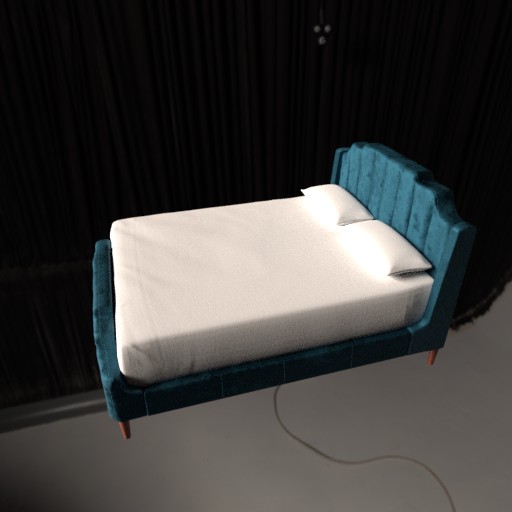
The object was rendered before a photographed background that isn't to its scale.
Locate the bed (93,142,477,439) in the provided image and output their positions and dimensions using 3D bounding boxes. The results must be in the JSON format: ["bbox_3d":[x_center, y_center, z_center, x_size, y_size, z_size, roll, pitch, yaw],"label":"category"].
[{"bbox_3d":[0.000,0.000,3.318,2.322,1.338,1.678,-9,32,-14],"label":"bed"}]
